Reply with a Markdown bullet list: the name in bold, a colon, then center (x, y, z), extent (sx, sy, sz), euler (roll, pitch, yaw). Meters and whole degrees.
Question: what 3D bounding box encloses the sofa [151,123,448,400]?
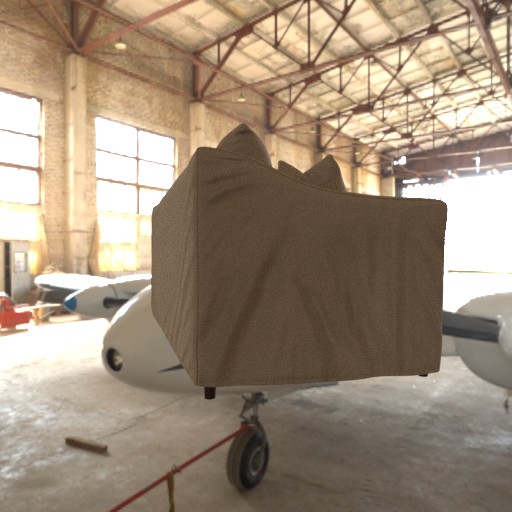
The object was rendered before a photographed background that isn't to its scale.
- **sofa**: center (0.000, 0.000, 2.588), extent (1.072, 1.018, 2.010), euler (0, 0, -17)
